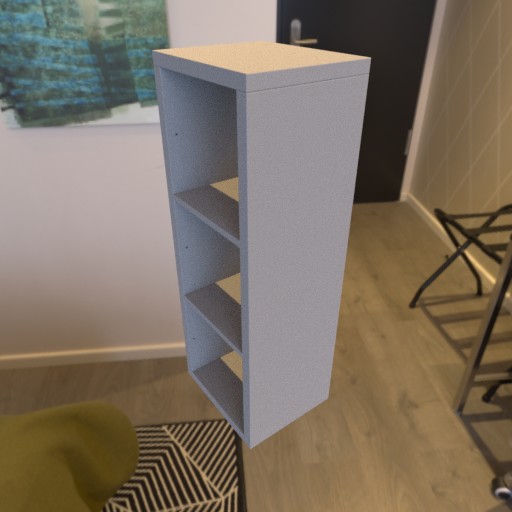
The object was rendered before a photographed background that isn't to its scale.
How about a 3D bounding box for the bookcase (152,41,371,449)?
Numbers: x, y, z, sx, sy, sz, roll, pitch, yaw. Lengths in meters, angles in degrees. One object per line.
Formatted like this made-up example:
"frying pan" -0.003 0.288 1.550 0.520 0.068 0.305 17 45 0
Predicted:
"bookcase" 0.000 0.000 1.290 0.330 1.080 0.390 -21 38 -30
